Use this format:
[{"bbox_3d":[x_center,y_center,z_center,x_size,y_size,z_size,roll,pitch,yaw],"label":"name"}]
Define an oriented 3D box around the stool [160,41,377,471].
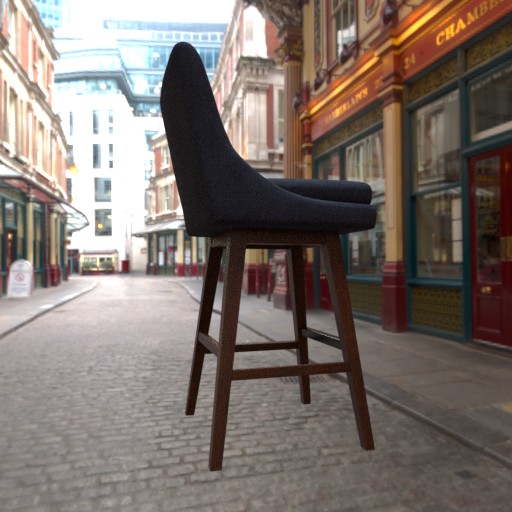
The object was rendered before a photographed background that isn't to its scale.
[{"bbox_3d":[0.000,0.000,1.363,0.572,1.068,0.489,0,-2,-17],"label":"stool"}]
